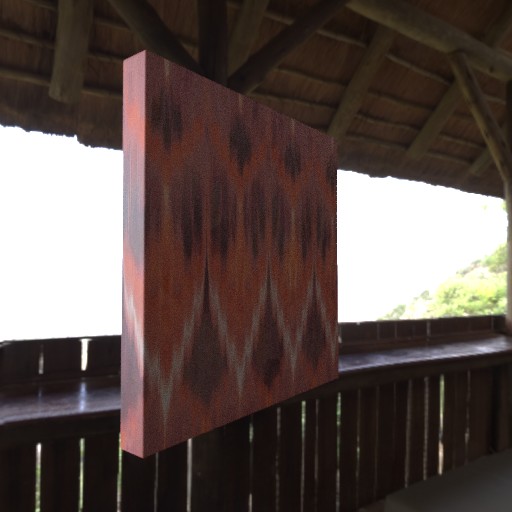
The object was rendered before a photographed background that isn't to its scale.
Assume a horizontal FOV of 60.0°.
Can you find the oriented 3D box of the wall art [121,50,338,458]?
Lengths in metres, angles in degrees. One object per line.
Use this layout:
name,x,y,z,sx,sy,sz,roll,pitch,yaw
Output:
wall art,0.000,0.000,0.608,0.038,0.406,0.403,-1,-2,38
